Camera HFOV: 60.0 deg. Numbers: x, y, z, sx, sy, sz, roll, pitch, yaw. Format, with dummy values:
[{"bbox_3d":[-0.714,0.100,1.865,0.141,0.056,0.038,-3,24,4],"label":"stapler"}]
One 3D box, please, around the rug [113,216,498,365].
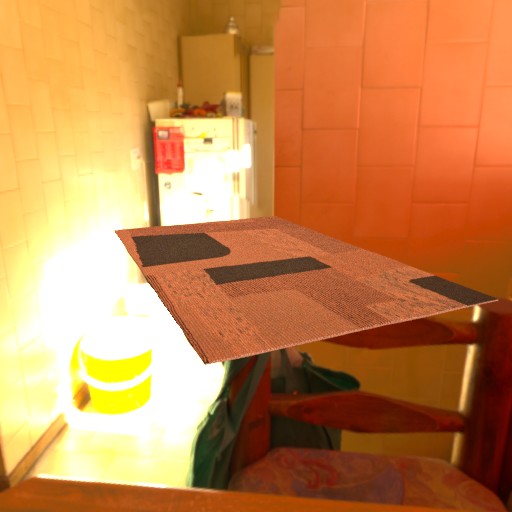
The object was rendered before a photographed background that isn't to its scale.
[{"bbox_3d":[0.000,0.000,2.943,1.521,0.015,2.436,-7,17,-24],"label":"rug"}]
